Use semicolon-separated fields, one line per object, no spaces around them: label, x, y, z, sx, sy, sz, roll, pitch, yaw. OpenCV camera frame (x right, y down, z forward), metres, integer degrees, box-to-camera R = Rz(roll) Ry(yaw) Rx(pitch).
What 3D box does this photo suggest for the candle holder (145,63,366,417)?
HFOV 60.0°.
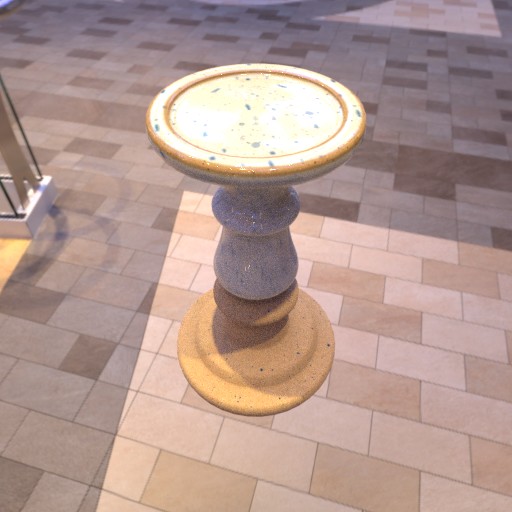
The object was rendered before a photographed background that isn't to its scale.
candle holder;0.000;0.000;0.281;0.123;0.202;0.123;0;46;0
